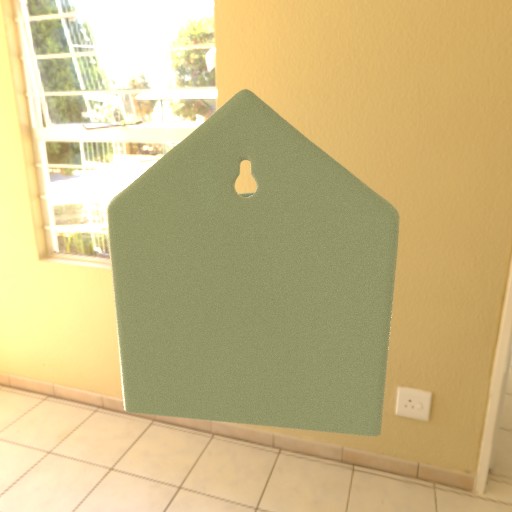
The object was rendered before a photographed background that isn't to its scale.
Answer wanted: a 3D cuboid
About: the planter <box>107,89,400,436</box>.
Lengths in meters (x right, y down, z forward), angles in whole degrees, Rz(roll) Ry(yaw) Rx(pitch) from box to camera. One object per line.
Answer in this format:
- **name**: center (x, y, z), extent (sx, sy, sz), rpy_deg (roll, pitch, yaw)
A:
- **planter**: center (0.000, 0.000, 0.287), extent (0.164, 0.197, 0.079), rpy_deg (2, 16, 8)
